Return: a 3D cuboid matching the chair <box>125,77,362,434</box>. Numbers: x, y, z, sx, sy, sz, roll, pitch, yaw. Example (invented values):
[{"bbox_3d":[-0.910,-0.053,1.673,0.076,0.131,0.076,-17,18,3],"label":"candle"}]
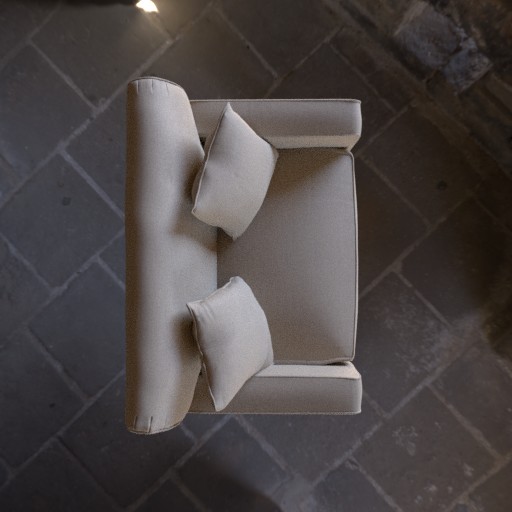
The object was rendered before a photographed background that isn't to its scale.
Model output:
[{"bbox_3d":[0.000,0.000,2.096,1.000,0.948,1.383,0,90,1],"label":"chair"}]
